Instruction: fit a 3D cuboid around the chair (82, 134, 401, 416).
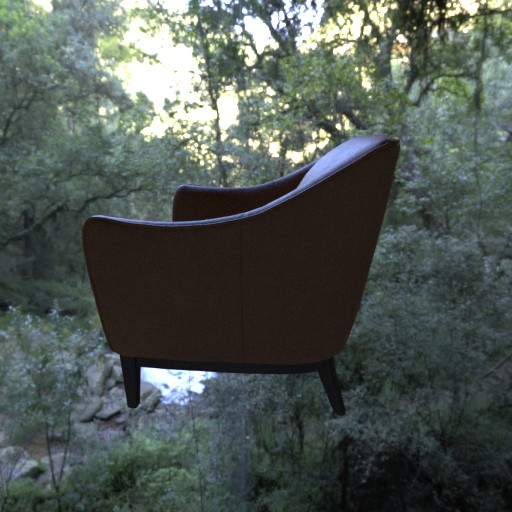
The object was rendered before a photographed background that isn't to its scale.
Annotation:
[{"bbox_3d":[0.000,0.000,1.573,0.852,0.830,0.871,2,15,8],"label":"chair"}]
